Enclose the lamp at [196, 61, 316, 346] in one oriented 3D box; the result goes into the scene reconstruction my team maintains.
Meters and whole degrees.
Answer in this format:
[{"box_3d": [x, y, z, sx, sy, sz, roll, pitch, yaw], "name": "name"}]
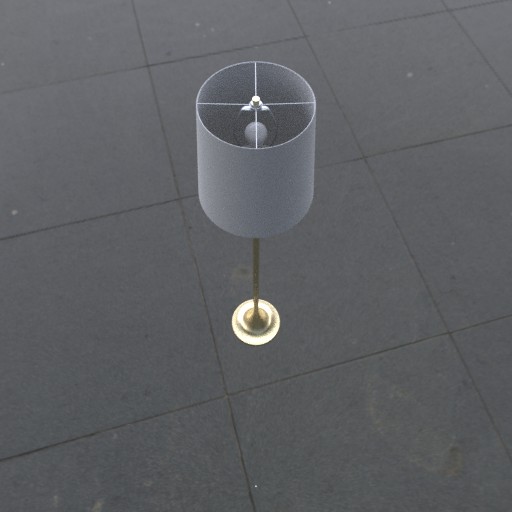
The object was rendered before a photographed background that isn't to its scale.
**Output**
[{"box_3d": [0.000, 0.000, 1.687, 0.337, 1.543, 0.337, 0, 63, 0], "name": "lamp"}]
